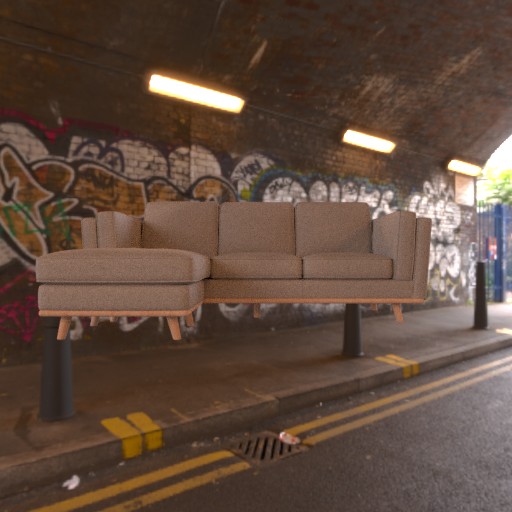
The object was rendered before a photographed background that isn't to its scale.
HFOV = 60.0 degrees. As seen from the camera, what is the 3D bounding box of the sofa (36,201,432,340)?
[{"bbox_3d":[0.000,0.000,3.110,2.411,0.929,1.604,0,0,1],"label":"sofa"}]
